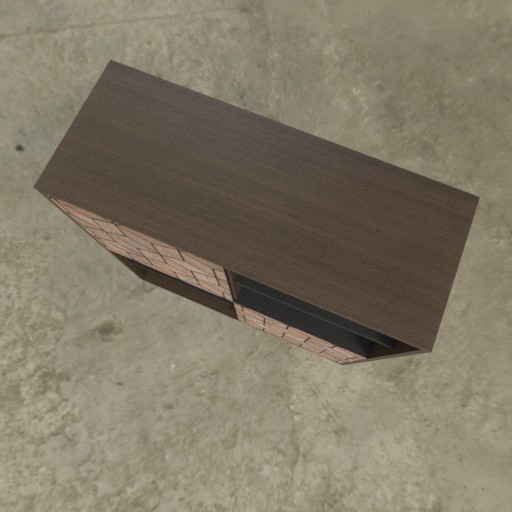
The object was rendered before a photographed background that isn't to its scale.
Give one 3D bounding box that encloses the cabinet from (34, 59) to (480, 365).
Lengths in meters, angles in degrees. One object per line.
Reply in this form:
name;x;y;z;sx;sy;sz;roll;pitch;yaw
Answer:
cabinet;0.000;0.000;1.641;1.010;1.170;0.400;22;76;6
